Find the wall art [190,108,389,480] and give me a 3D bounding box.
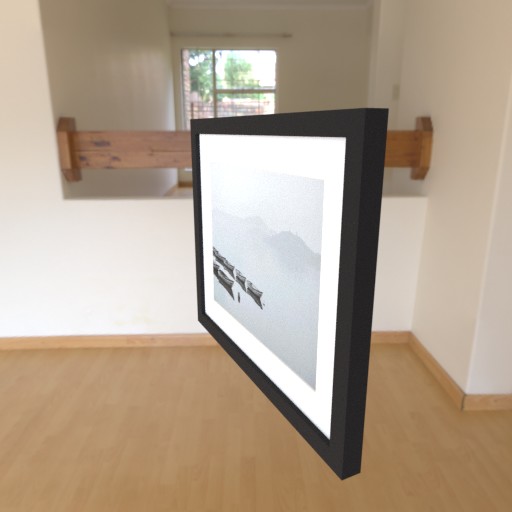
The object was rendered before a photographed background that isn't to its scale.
[{"bbox_3d":[0.000,0.000,0.751,0.030,0.454,0.554,-8,18,-25],"label":"wall art"}]
